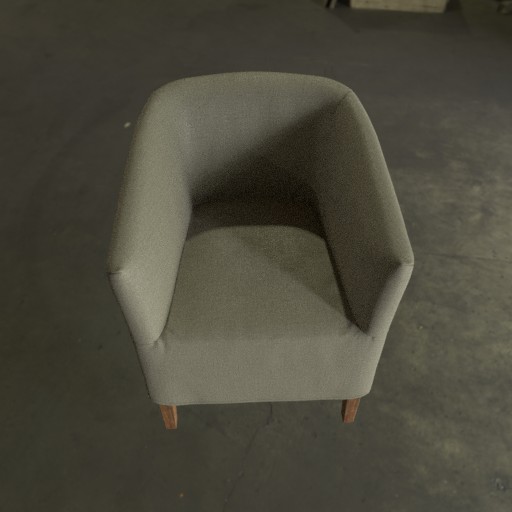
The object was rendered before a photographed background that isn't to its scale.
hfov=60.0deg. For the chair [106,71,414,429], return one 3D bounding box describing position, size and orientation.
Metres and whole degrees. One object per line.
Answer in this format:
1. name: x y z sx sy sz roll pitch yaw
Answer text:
1. chair: 0.000 0.000 1.247 0.600 0.771 0.668 -2 45 -2
